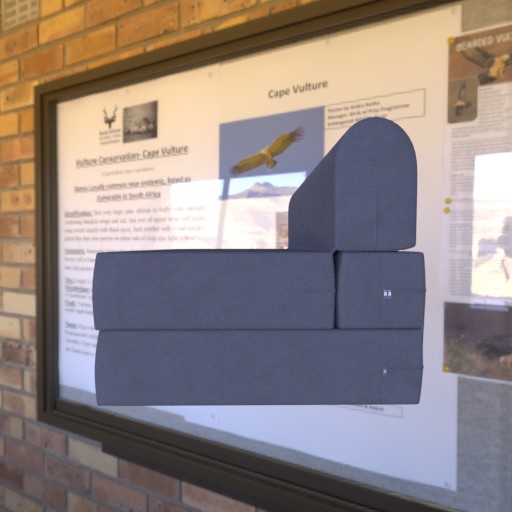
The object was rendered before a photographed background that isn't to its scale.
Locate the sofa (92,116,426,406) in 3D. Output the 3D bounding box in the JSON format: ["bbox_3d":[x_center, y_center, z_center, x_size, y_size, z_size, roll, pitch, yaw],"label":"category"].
[{"bbox_3d":[0.000,0.000,1.606,0.762,0.660,1.219,0,1,-1],"label":"sofa"}]
